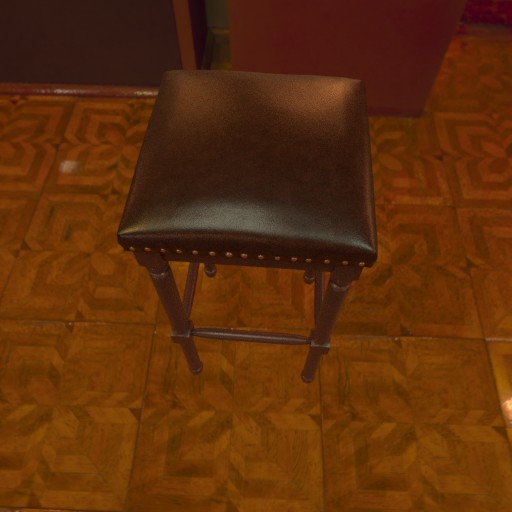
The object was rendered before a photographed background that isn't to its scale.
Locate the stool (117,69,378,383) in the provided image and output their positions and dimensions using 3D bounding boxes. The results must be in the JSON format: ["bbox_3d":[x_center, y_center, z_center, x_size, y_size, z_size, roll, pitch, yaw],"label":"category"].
[{"bbox_3d":[0.000,0.000,1.013,0.382,0.768,0.383,4,59,2],"label":"stool"}]
